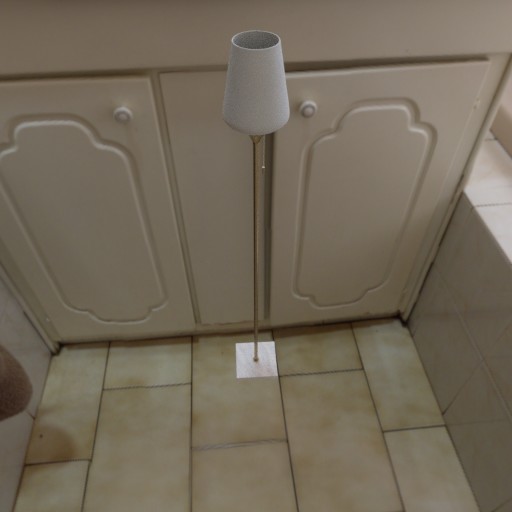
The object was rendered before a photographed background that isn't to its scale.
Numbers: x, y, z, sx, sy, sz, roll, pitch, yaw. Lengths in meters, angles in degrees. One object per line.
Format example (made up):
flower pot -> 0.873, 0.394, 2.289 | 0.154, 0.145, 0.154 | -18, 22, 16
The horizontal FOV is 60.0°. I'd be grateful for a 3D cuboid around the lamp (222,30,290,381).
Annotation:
lamp -> 0.000, 0.000, 1.934 | 0.232, 1.813, 0.229 | -2, 47, -2
